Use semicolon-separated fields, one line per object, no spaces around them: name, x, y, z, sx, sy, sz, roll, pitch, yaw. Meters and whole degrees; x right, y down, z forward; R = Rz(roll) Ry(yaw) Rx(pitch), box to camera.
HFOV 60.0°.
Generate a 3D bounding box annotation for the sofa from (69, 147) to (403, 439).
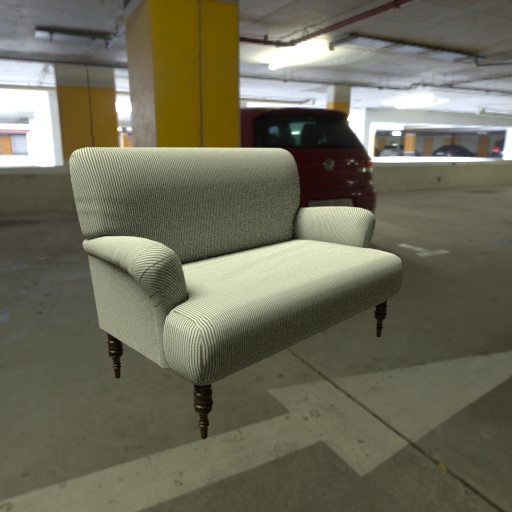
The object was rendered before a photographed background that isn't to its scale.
sofa;0.000;0.000;1.867;0.779;0.889;1.297;13;18;43
